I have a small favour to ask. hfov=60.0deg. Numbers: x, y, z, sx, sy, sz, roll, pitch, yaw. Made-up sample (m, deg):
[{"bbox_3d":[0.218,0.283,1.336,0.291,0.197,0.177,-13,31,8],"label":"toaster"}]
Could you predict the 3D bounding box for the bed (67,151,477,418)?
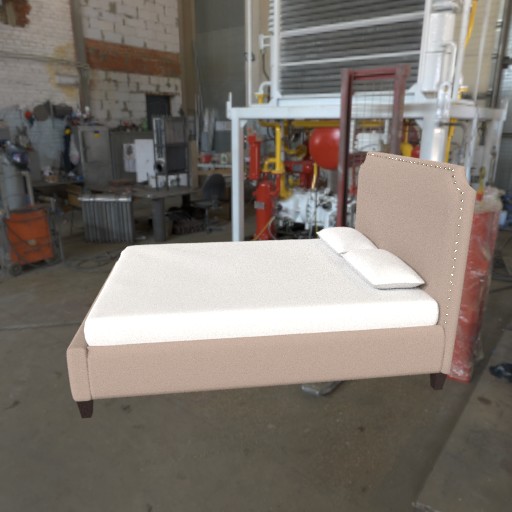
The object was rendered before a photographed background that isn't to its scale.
[{"bbox_3d":[0.000,0.000,3.340,2.372,1.443,1.713,-2,17,-7],"label":"bed"}]
